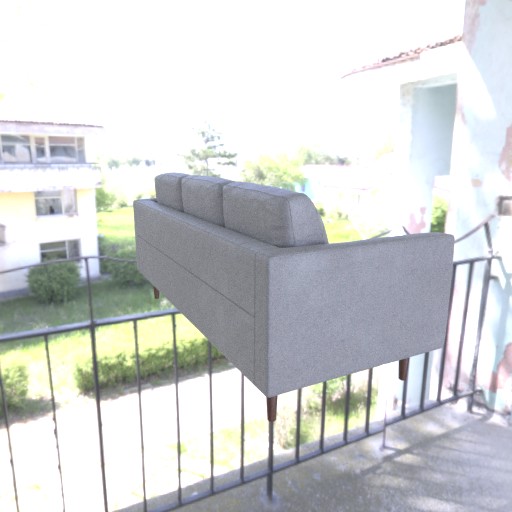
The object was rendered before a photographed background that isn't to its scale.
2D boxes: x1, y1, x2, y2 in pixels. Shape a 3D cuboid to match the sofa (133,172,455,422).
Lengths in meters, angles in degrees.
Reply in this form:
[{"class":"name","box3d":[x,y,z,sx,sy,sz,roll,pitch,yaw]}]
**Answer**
[{"class":"sofa","box3d":[0.000,0.000,2.556,0.944,0.918,1.983,-7,15,-27]}]
